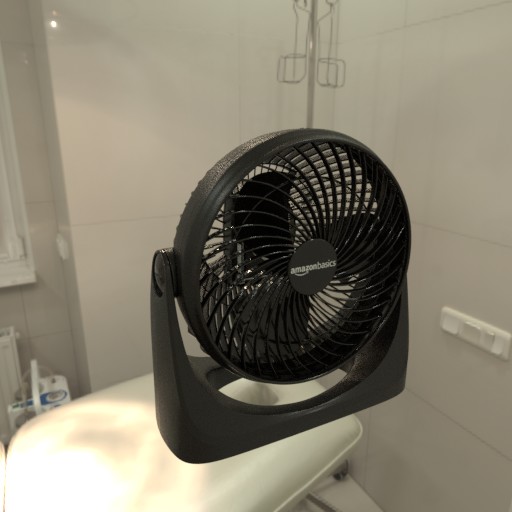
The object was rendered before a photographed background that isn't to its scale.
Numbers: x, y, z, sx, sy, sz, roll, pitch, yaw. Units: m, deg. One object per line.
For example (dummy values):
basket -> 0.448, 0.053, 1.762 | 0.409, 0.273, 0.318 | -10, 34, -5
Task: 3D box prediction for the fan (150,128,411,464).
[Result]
fan -> 0.000, 0.000, 0.495 | 0.273, 0.277, 0.256 | -9, 19, -26
